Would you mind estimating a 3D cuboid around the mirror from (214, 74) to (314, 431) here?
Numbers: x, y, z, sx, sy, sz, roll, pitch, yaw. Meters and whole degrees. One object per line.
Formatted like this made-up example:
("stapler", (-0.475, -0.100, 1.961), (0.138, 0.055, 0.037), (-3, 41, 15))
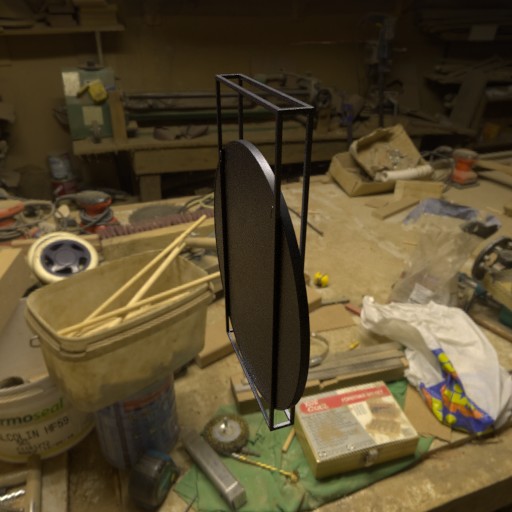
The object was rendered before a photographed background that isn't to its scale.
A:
("mirror", (0.000, 0.000, 0.841), (0.051, 0.603, 0.508), (-10, 31, -16))
